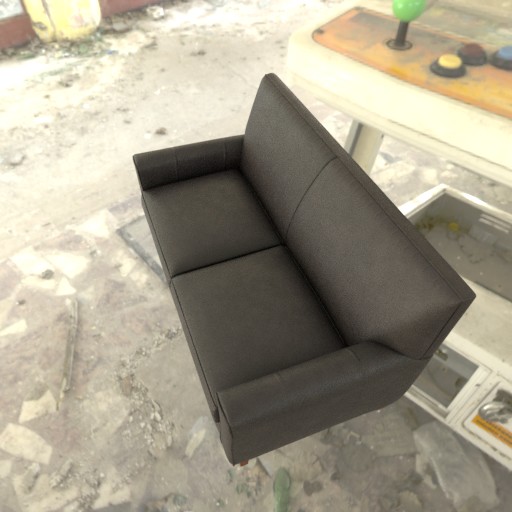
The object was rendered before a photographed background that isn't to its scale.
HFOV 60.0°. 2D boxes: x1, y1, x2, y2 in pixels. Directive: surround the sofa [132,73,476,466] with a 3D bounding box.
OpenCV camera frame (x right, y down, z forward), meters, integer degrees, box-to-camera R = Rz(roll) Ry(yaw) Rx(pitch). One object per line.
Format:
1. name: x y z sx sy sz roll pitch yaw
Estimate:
1. sofa: 0.000 0.000 1.939 0.787 0.871 1.473 -16 50 -14
